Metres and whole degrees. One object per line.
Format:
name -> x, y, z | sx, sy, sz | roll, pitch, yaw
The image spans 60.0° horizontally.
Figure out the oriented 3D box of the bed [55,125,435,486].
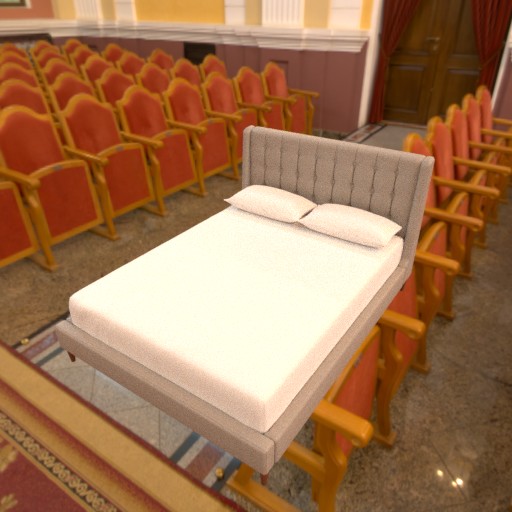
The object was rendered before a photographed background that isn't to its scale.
bed -> 0.000, 0.000, 3.125 | 1.656, 1.147, 2.232 | 19, 35, 29
